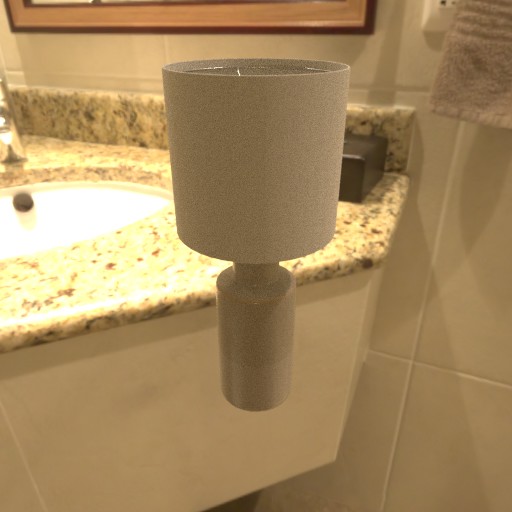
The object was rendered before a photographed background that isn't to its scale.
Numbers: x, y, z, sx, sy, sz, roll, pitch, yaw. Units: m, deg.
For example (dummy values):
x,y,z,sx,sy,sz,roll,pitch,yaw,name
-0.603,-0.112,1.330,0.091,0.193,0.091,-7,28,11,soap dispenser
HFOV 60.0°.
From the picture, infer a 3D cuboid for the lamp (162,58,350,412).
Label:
x,y,z,sx,sy,sz,roll,pitch,yaw,name
0.000,0.000,0.621,0.212,0.493,0.212,-7,29,-13,lamp
